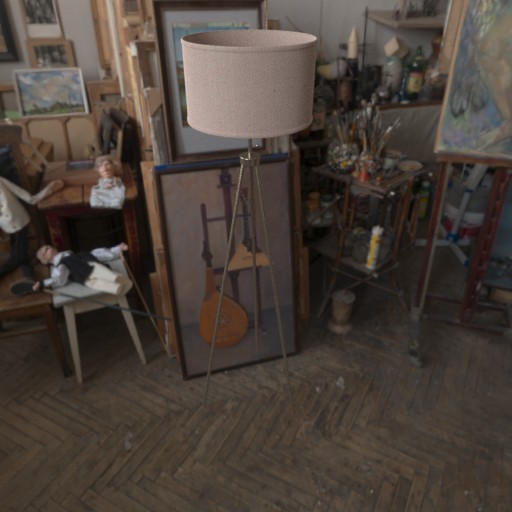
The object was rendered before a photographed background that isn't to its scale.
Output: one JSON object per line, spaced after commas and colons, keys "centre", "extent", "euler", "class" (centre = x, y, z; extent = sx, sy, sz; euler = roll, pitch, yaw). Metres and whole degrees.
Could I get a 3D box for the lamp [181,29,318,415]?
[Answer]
{"centre": [0.000, 0.000, 1.737], "extent": [0.460, 1.545, 0.449], "euler": [21, 38, 29], "class": "lamp"}
